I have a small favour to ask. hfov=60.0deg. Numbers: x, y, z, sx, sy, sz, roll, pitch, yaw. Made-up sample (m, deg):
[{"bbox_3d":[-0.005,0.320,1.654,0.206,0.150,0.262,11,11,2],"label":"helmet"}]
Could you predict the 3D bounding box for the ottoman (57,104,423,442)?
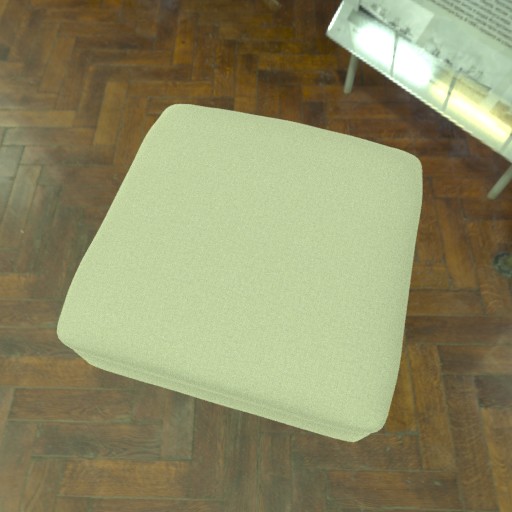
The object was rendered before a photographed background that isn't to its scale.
[{"bbox_3d":[0.000,0.000,1.527,0.996,0.467,0.977,14,64,7],"label":"ottoman"}]
